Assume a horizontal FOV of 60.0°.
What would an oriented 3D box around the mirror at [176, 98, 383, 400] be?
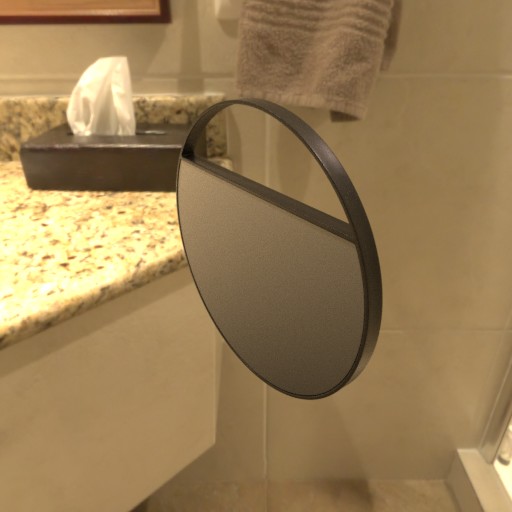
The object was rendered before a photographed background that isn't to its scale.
[{"bbox_3d":[0.000,0.000,0.841,0.032,0.565,0.565,-20,35,-32],"label":"mirror"}]
